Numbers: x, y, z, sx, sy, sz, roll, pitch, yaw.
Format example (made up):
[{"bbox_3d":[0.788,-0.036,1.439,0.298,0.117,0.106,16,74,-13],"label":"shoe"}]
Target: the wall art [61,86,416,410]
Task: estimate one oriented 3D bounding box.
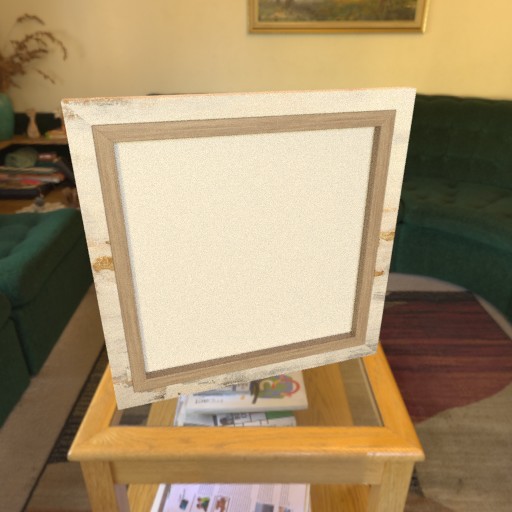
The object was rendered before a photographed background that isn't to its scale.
[{"bbox_3d":[0.000,0.000,1.087,0.753,0.755,0.038,-8,27,-16],"label":"wall art"}]
